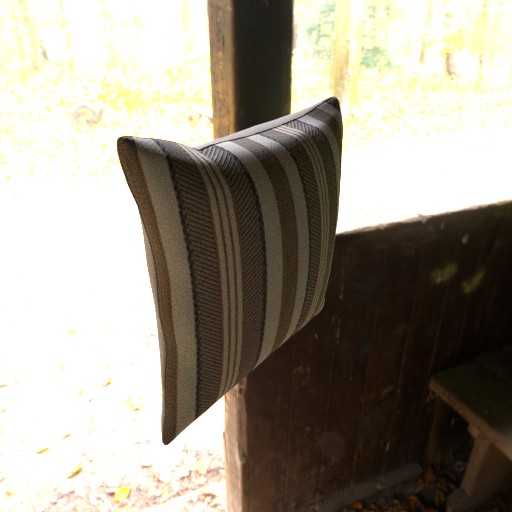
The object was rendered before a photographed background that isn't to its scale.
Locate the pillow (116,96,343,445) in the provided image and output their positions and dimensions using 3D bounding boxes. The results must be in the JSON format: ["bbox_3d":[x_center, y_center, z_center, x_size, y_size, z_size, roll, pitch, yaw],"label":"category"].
[{"bbox_3d":[0.000,0.000,0.637,0.173,0.401,0.416,19,32,33],"label":"pillow"}]
